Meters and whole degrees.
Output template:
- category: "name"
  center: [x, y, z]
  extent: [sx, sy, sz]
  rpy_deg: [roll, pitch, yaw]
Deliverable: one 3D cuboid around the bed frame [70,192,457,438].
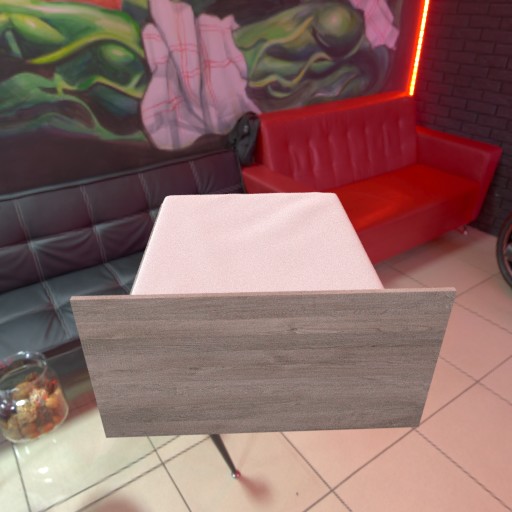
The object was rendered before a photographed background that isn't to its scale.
- category: "bed frame"
  center: [0.000, 0.000, 2.745]
  extent: [1.490, 0.800, 1.950]
  rpy_deg: [-1, 31, -2]
